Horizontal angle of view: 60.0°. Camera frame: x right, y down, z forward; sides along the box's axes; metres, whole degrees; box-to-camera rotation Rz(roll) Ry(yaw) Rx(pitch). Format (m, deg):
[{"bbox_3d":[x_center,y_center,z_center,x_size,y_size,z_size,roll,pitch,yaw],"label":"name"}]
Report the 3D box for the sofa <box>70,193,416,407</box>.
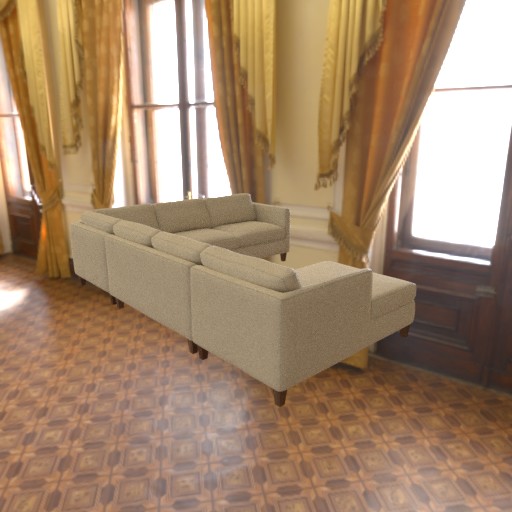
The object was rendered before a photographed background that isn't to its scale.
[{"bbox_3d":[0.000,0.000,4.484,2.551,0.853,3.238,-13,20,-40],"label":"sofa"}]
